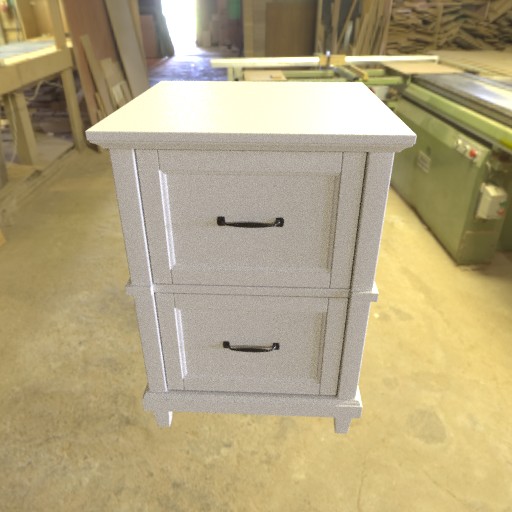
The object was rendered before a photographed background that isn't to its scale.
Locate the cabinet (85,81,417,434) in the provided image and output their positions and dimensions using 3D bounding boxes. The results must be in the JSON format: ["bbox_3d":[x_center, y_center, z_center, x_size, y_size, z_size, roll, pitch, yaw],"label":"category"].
[{"bbox_3d":[0.000,0.000,1.153,0.544,0.775,0.547,1,30,2],"label":"cabinet"}]
